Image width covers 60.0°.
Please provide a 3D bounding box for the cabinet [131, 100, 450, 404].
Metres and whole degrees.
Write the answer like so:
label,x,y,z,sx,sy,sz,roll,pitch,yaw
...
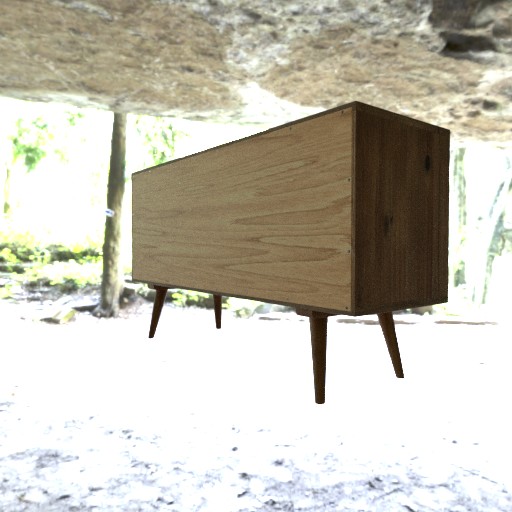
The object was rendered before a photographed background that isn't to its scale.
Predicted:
label,x,y,z,sx,sy,sz,roll,pitch,yaw
cabinet,0.000,0.000,1.796,0.472,0.800,1.400,-1,2,-38
